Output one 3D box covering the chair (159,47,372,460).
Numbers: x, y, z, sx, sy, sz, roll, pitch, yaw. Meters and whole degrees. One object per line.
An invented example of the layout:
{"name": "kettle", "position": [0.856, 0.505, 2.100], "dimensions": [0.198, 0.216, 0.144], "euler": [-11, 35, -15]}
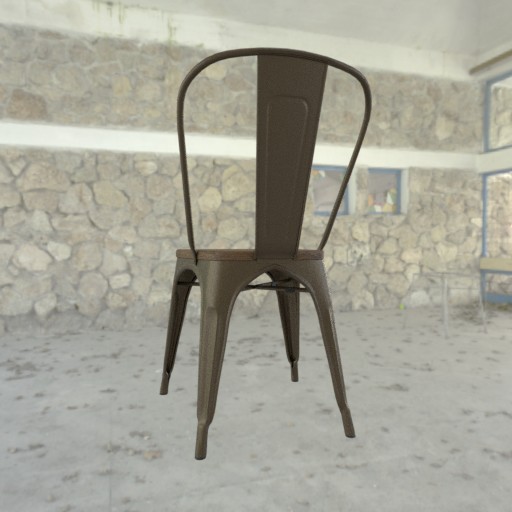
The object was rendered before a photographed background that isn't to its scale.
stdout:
{"name": "chair", "position": [0.000, 0.000, 1.150], "dimensions": [0.451, 0.844, 0.532], "euler": [0, 2, -17]}
